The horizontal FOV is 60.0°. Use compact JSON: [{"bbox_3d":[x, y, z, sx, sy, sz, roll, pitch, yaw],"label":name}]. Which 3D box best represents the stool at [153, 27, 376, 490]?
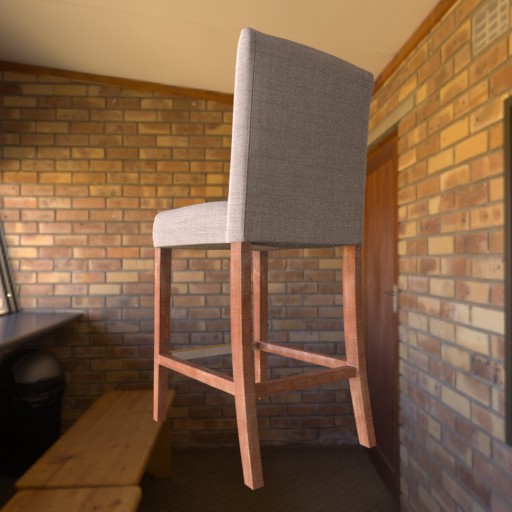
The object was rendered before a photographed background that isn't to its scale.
[{"bbox_3d":[0.000,0.000,1.321,0.454,1.039,0.567,1,-1,-35],"label":"stool"}]
